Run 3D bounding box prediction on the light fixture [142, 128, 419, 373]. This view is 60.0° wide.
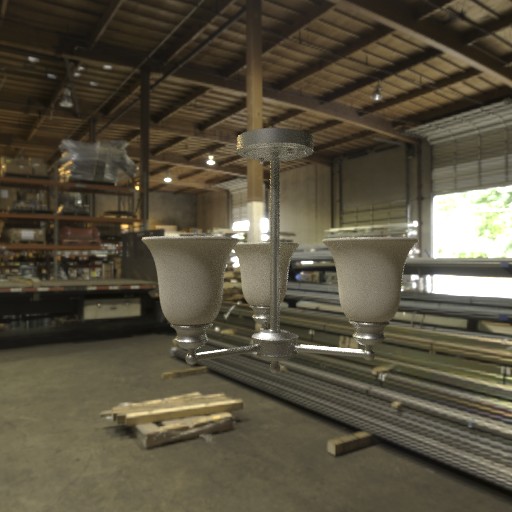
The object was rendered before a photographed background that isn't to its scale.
[{"bbox_3d":[0.000,0.000,0.679,0.354,0.370,0.388,0,0,-35],"label":"light fixture"}]
